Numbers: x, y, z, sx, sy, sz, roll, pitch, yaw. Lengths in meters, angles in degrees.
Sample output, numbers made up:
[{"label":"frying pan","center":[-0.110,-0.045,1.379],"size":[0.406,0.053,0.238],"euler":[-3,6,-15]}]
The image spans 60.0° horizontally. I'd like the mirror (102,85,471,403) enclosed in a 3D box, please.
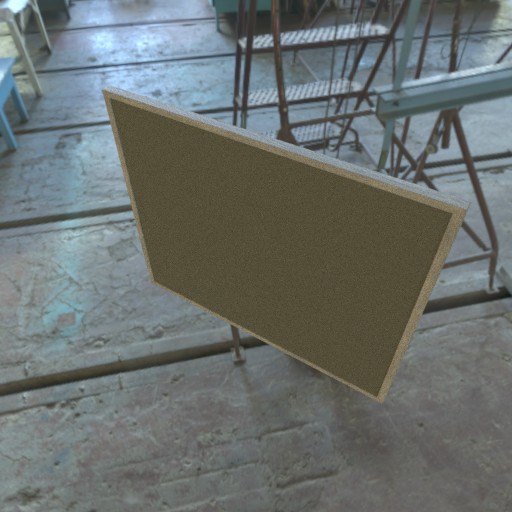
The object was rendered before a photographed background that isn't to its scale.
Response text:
[{"label":"mirror","center":[0.000,0.000,1.138],"size":[0.839,0.689,0.028],"euler":[24,50,22]}]
